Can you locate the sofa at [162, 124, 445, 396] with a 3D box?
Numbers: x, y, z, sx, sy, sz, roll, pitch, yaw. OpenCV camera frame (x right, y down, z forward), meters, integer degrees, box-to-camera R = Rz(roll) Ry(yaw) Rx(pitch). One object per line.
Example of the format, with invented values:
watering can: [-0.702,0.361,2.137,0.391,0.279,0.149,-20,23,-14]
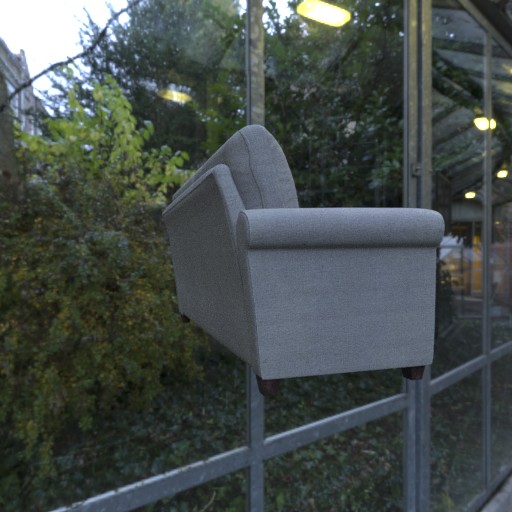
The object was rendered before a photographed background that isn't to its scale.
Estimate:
sofa: [0.000,0.000,2.413,0.842,0.942,1.935,0,0,-18]
